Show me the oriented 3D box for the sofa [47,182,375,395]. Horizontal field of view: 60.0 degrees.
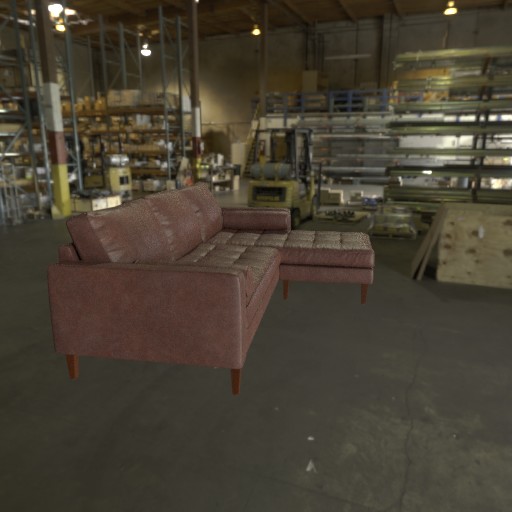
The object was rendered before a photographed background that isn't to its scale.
[{"bbox_3d":[0.000,0.000,2.978,1.613,0.841,2.185,2,14,10],"label":"sofa"}]
